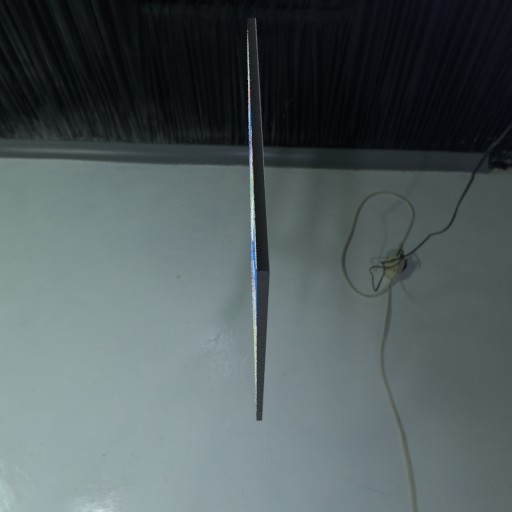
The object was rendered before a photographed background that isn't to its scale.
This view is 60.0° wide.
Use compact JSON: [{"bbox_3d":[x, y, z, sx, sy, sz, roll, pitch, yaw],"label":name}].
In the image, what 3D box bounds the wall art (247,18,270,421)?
[{"bbox_3d":[0.000,0.000,0.841,0.013,0.657,0.457,-2,57,-1],"label":"wall art"}]
